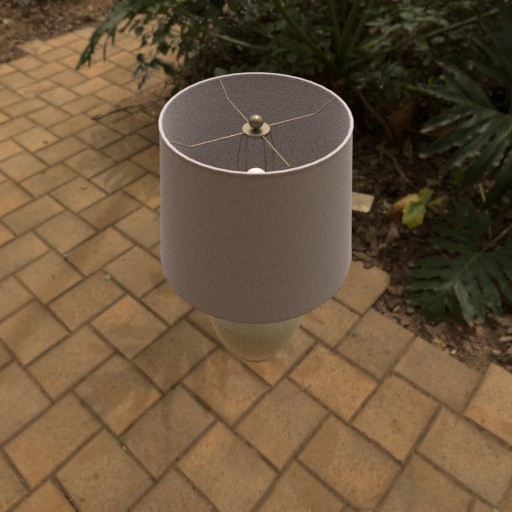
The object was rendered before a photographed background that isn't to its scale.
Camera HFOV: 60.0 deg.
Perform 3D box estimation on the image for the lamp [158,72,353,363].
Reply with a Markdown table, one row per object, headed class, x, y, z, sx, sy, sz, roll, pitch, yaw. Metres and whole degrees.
| class | x | y | z | sx | sy | sz | roll | pitch | yaw |
| --- | --- | --- | --- | --- | --- | --- | --- | --- | --- |
| lamp | 0.000 | 0.000 | 0.577 | 0.239 | 0.399 | 0.239 | 0 | 47 | 0 |
